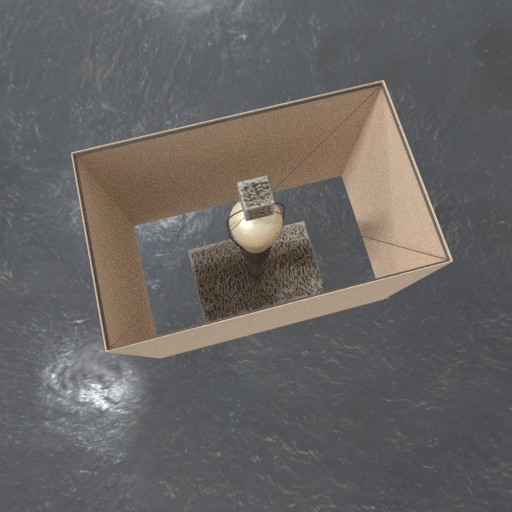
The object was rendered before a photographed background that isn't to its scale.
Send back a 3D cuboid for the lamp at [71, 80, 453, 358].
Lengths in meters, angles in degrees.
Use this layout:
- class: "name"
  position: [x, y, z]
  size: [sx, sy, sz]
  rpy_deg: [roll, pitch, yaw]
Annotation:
- class: "lamp"
  position: [0.000, 0.000, 0.554]
  size: [0.294, 0.411, 0.180]
  rpy_deg: [-14, 76, -4]
